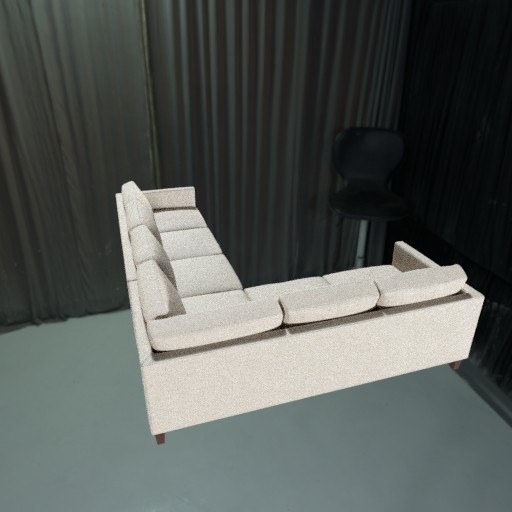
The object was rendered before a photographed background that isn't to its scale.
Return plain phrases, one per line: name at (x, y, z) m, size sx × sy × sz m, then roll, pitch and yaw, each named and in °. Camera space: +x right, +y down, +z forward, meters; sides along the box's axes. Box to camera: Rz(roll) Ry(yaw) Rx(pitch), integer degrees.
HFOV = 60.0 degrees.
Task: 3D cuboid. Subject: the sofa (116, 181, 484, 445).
sofa at (0.000, 0.000, 4.285) m, size 2.432 × 0.863 × 3.182 m, roll -8°, pitch 28°, yaw -16°
